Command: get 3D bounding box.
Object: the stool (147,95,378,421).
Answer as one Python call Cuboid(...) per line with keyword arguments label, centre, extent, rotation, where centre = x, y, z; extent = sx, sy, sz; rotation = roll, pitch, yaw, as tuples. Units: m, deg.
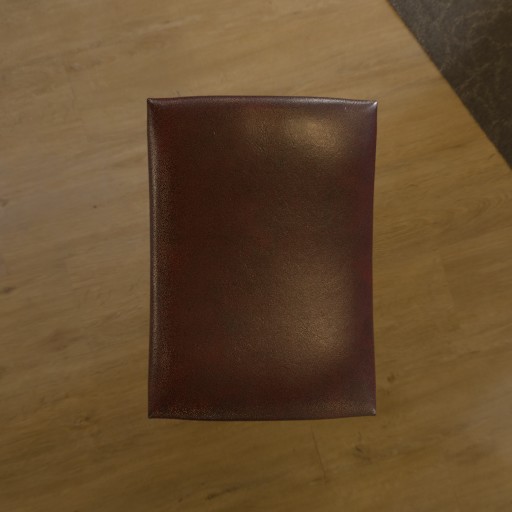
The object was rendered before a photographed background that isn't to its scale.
Cuboid(label="stool", centre=(0.000, 0.000, 1.022), extent=(0.372, 0.742, 0.504), rotation=(0, 91, -2))
